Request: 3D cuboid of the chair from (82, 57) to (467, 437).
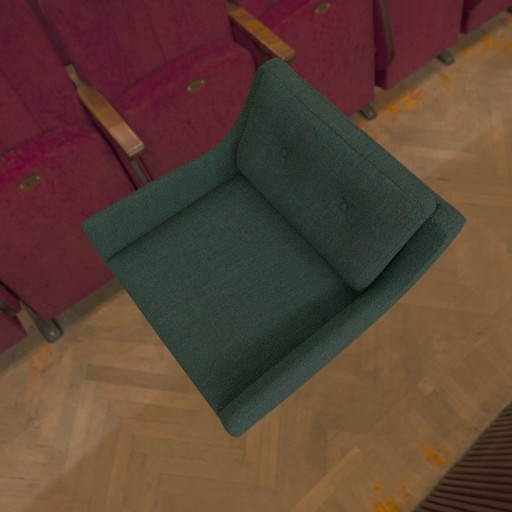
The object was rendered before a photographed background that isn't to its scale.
[{"bbox_3d":[0.000,0.000,1.540,0.849,0.828,0.847,-36,70,-16],"label":"chair"}]
